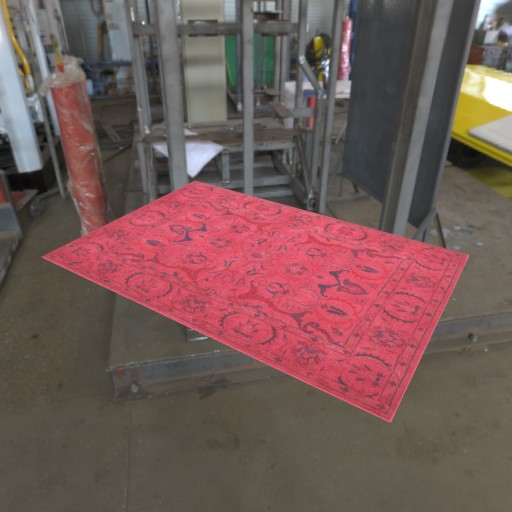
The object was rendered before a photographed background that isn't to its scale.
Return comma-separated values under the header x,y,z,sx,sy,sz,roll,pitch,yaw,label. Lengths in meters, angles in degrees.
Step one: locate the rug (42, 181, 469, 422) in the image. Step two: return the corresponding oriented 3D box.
x,y,z,sx,sy,sz,roll,pitch,yaw,label
0.000,0.000,2.260,1.814,0.008,1.209,19,37,28,rug
